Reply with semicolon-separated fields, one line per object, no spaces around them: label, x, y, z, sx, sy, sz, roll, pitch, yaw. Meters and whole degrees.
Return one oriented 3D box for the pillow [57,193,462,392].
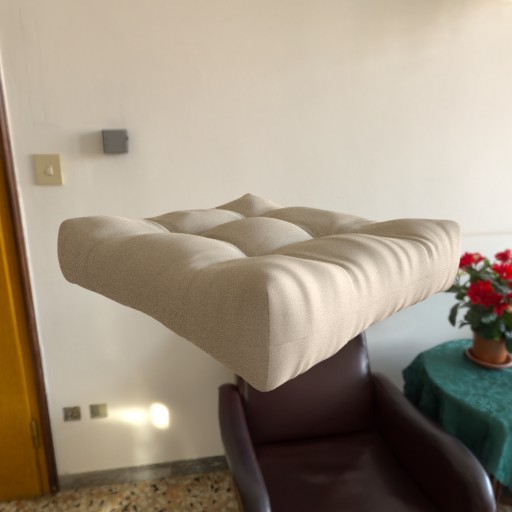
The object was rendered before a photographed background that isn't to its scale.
pillow;0.000;0.000;0.716;0.490;0.128;0.468;15;21;43
